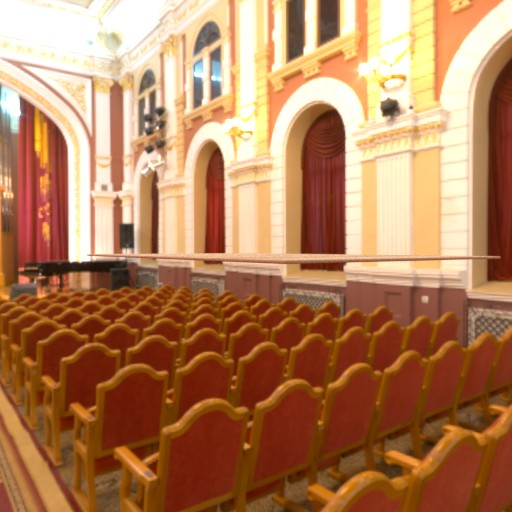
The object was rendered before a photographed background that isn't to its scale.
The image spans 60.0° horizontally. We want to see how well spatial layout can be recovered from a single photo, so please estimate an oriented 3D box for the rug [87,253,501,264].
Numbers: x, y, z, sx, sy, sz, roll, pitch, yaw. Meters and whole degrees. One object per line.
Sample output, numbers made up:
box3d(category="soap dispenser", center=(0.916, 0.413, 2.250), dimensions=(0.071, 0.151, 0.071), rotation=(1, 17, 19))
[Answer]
box3d(category="rug", center=(0.000, 0.000, 2.950), dimensions=(1.523, 0.014, 2.438), rotation=(-1, 1, -36))
